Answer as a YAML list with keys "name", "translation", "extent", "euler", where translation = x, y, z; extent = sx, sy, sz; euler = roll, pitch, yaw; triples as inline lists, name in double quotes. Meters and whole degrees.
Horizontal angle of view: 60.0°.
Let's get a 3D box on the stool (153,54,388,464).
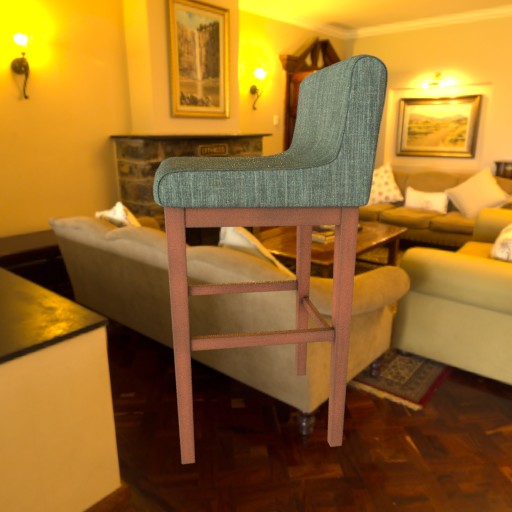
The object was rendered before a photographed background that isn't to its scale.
- name: "stool"
  translation: [0.000, 0.000, 1.198]
  extent: [0.499, 0.965, 0.426]
  euler: [-3, 16, -9]
